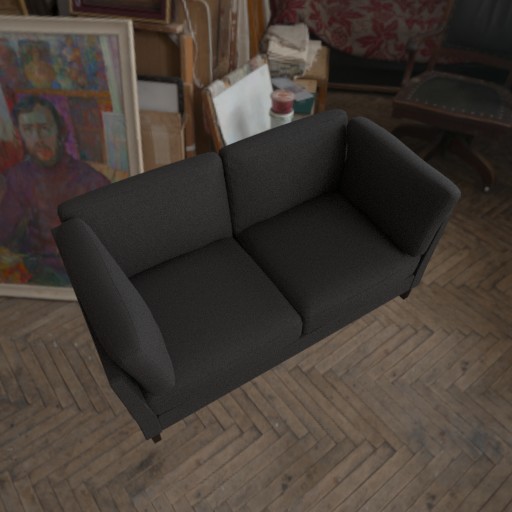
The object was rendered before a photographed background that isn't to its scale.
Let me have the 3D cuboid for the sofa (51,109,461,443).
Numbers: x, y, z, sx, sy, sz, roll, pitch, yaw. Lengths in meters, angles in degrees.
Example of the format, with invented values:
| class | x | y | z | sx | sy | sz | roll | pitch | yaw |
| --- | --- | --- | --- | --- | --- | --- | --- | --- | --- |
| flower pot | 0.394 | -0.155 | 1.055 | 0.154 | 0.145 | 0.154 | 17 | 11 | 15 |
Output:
| class | x | y | z | sx | sy | sz | roll | pitch | yaw |
| --- | --- | --- | --- | --- | --- | --- | --- | --- | --- |
| sofa | 0.000 | 0.000 | 2.294 | 1.751 | 0.920 | 0.969 | -25 | 52 | -21 |
